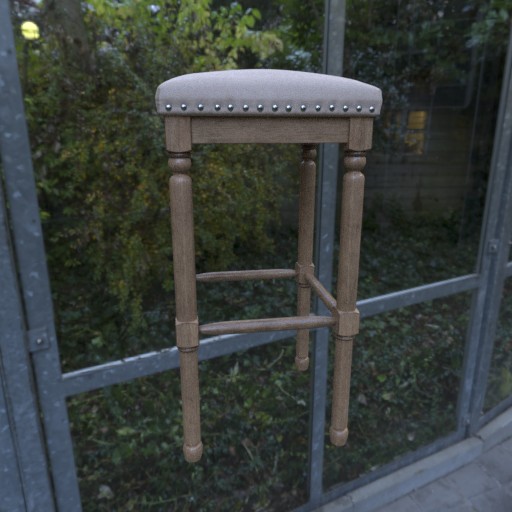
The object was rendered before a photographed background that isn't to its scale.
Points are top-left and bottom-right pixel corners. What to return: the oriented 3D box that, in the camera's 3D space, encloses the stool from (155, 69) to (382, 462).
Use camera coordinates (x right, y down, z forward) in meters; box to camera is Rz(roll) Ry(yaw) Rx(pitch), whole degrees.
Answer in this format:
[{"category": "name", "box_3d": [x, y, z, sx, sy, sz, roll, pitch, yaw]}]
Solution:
[{"category": "stool", "box_3d": [0.000, 0.000, 0.991, 0.382, 0.768, 0.383, -2, 16, -9]}]
